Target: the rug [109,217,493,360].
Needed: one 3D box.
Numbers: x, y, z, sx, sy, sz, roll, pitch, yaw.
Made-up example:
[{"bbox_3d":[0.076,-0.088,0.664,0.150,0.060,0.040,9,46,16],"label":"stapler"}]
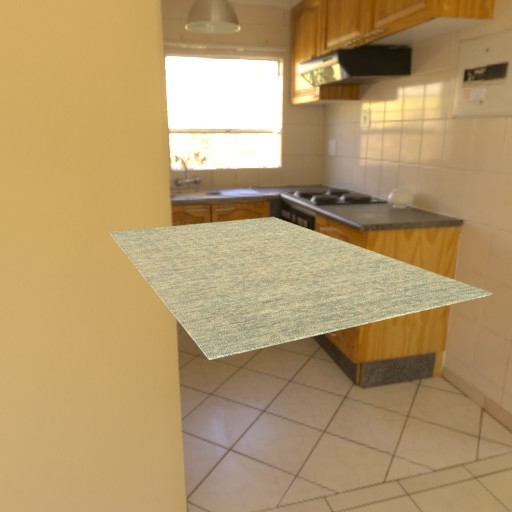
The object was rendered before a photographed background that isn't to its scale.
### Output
[{"bbox_3d":[0.000,0.000,2.196,1.142,0.006,1.752,-7,17,-25],"label":"rug"}]
